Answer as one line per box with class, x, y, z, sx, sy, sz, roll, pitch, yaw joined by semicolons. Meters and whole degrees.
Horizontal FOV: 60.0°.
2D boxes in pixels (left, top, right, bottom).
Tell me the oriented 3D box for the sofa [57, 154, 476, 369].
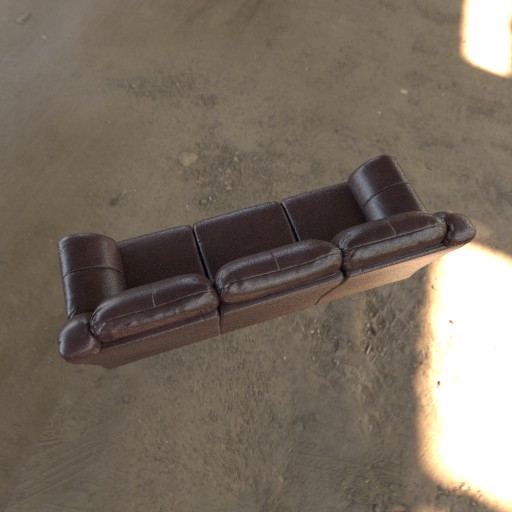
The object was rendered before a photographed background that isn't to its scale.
sofa;0.000;0.000;2.808;2.337;1.043;0.991;-16;60;-9
